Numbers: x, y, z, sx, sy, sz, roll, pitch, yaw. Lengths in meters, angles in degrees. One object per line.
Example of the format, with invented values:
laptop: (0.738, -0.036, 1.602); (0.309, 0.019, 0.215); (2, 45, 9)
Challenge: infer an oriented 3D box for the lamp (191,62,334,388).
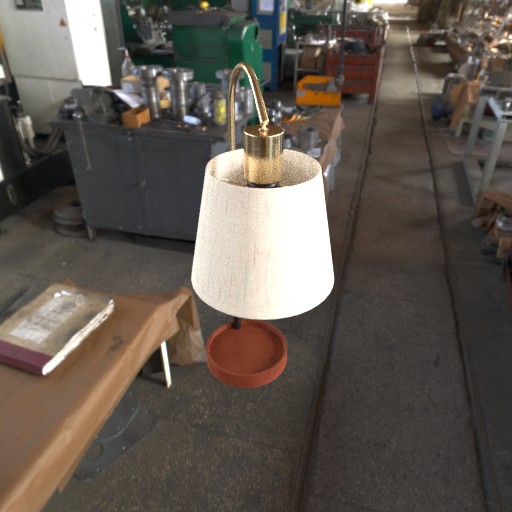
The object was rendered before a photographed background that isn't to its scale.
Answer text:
lamp: (0.000, 0.000, 0.680); (0.211, 0.536, 0.273); (-10, 33, -15)
